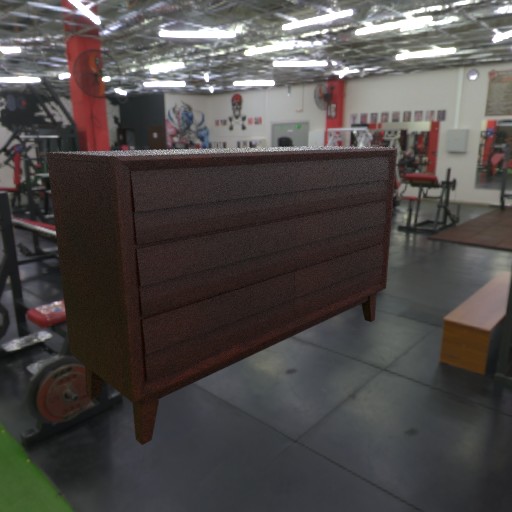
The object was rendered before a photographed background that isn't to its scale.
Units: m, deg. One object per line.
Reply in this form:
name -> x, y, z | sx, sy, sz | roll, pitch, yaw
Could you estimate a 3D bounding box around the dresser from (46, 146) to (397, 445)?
dresser -> 0.000, 0.000, 2.075 | 1.609, 0.971, 0.499 | -14, 21, -43
